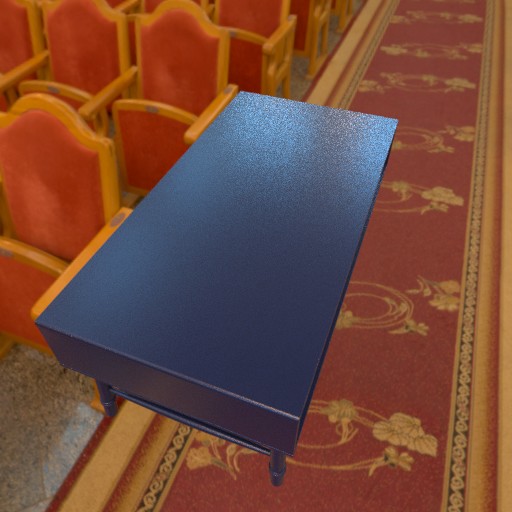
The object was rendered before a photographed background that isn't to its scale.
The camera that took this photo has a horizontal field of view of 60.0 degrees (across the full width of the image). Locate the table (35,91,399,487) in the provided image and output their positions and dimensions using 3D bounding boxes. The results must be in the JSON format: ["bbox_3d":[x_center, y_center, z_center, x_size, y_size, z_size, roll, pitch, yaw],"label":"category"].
[{"bbox_3d":[0.000,0.000,1.319,0.572,0.457,1.067,16,48,15],"label":"table"}]
